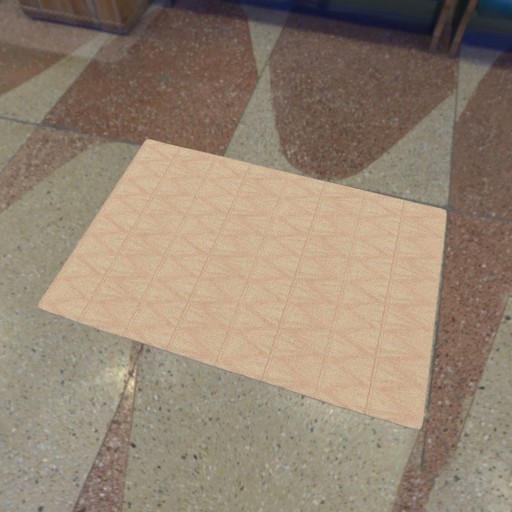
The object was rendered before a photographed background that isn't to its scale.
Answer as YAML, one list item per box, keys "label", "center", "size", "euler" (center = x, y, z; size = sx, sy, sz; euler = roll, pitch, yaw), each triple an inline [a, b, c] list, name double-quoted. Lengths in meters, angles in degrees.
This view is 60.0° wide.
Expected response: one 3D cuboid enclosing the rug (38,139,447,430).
- label: "rug"
  center: [0.000, 0.000, 2.987]
  size: [2.390, 0.015, 1.609]
  euler: [15, 59, 10]
